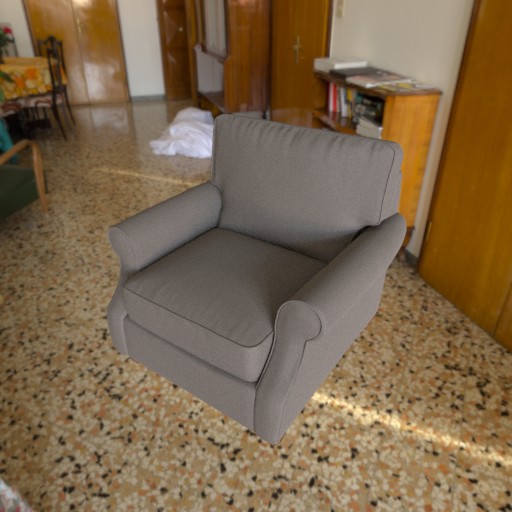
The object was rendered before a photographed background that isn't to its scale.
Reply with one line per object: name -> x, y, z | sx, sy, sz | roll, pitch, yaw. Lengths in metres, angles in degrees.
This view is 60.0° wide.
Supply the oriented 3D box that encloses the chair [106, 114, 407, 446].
chair -> 0.000, 0.000, 1.854 | 1.029, 0.967, 0.966 | 20, 36, 30
